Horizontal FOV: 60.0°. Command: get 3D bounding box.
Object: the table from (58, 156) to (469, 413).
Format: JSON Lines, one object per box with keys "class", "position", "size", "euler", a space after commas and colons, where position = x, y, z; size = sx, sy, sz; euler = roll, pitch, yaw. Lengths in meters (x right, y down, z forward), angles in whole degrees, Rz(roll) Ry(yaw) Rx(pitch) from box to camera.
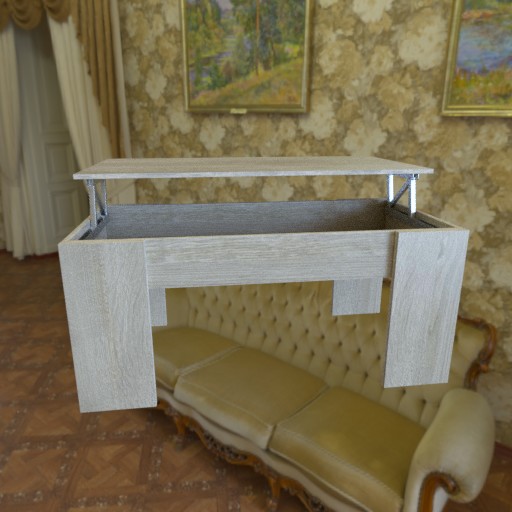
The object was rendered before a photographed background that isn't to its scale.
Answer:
{"class": "table", "position": [0.000, 0.000, 1.432], "size": [1.000, 0.570, 0.711], "euler": [-2, 17, -7]}
